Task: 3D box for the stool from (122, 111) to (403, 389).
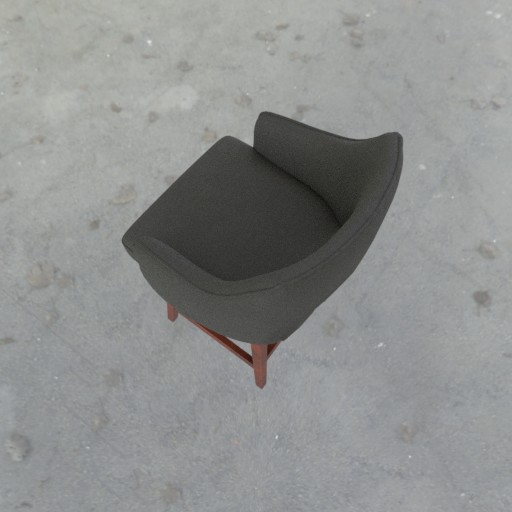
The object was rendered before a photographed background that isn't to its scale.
[{"bbox_3d":[0.000,0.000,1.262,0.558,0.912,0.548,33,67,16],"label":"stool"}]
